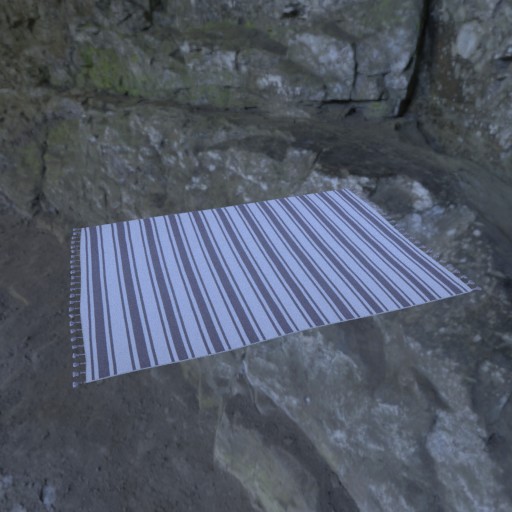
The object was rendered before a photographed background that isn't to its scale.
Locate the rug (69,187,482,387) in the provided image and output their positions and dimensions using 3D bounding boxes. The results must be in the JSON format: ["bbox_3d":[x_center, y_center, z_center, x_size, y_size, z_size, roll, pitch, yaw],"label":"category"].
[{"bbox_3d":[0.000,0.000,3.832,3.040,0.017,2.030,-10,34,-16],"label":"rug"}]
